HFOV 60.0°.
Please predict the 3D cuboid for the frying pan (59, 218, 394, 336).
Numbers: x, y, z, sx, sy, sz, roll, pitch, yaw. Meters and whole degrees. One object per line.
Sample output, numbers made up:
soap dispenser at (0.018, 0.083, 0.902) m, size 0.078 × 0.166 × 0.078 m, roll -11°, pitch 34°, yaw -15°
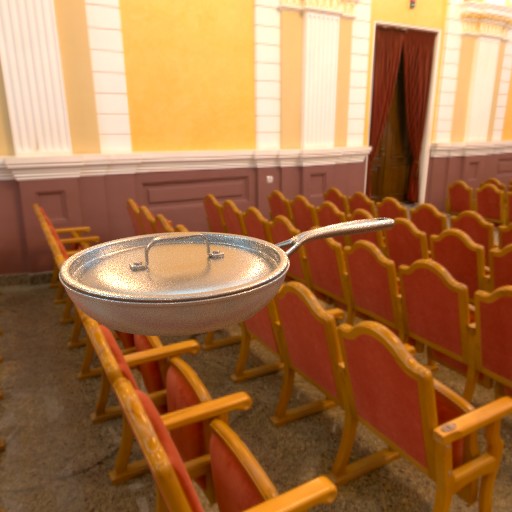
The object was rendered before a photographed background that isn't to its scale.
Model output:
frying pan at (0.000, 0.000, 0.600) m, size 0.490 × 0.086 × 0.272 m, roll -9°, pitch 19°, yaw -28°
